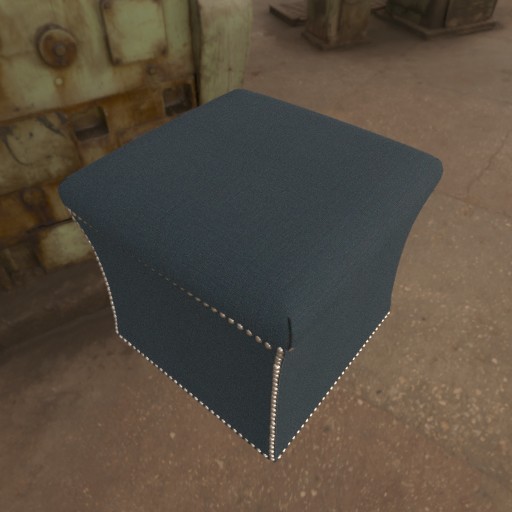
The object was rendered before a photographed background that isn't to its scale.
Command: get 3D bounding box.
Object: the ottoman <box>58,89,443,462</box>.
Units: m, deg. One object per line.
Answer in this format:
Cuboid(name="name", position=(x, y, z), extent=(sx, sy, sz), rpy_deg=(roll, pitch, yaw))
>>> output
Cuboid(name="ottoman", position=(0.000, 0.000, 0.905), extent=(0.507, 0.475, 0.497), rpy_deg=(30, 52, 27))
